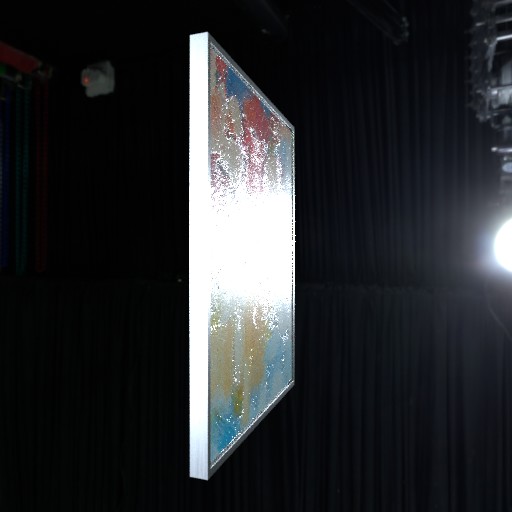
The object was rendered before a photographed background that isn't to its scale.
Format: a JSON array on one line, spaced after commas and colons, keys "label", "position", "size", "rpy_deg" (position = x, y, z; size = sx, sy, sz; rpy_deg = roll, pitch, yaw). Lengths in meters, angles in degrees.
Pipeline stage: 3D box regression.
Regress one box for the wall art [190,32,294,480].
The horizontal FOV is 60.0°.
[{"label": "wall art", "position": [0.000, 0.000, 0.777], "size": [0.025, 0.569, 0.444], "rpy_deg": [0, 0, 19]}]
